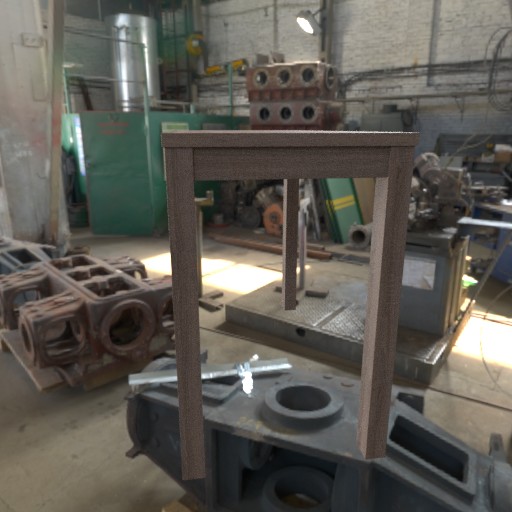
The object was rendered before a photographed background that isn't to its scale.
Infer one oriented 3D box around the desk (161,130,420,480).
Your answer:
[{"bbox_3d":[0.000,0.000,1.405,0.495,0.762,0.991,-2,16,-8],"label":"desk"}]
